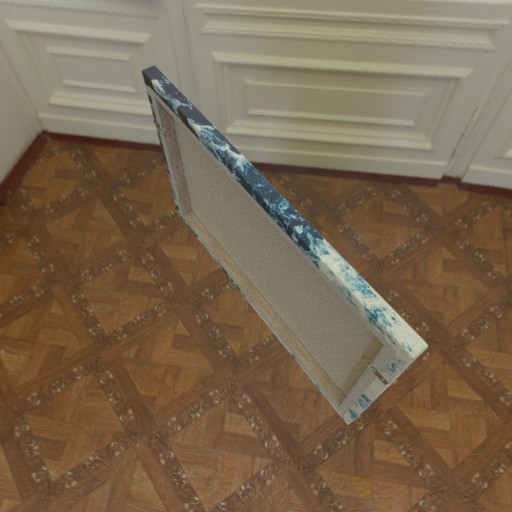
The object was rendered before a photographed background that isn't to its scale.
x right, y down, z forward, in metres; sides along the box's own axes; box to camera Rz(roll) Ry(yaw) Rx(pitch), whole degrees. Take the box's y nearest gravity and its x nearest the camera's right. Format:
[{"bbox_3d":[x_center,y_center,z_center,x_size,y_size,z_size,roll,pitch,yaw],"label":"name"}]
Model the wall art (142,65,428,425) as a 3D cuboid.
[{"bbox_3d":[0.000,0.000,1.182,0.042,0.610,0.915,-33,65,-18],"label":"wall art"}]
